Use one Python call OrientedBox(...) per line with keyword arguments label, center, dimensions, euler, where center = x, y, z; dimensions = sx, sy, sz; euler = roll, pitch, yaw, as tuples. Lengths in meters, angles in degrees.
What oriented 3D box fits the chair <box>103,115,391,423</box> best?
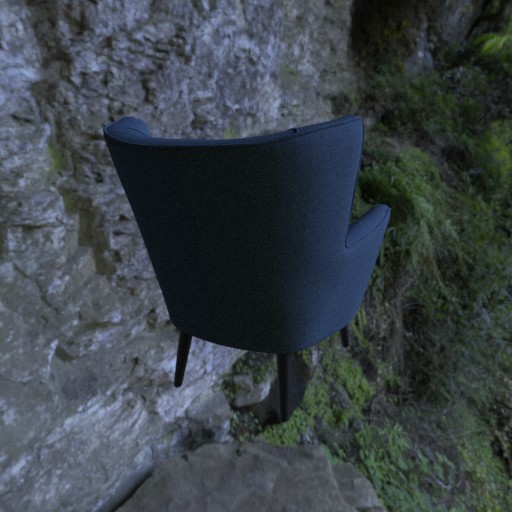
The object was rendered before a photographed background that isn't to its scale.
OrientedBox(label="chair", center=(0.000, 0.000, 1.552), dimensions=(0.781, 0.933, 0.888), euler=(9, 19, 26))
